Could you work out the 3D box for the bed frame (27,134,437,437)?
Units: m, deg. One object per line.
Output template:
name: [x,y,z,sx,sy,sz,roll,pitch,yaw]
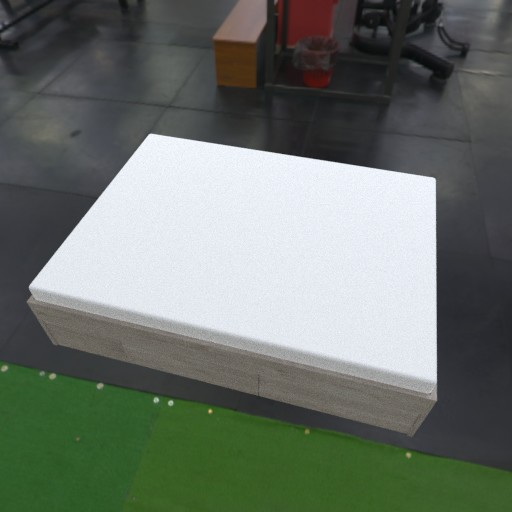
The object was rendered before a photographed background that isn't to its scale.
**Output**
bed frame: [0.000,0.000,2.589,1.944,0.490,1.448,11,48,10]
